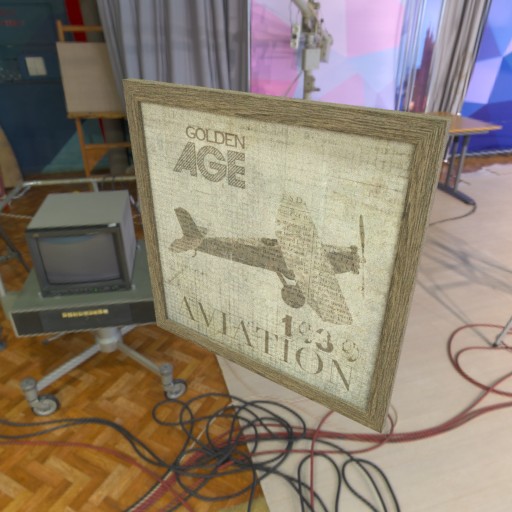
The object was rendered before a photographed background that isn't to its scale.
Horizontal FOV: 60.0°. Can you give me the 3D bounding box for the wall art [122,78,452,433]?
[{"bbox_3d":[0.000,0.000,0.732,0.508,0.508,0.019,18,35,28],"label":"wall art"}]
